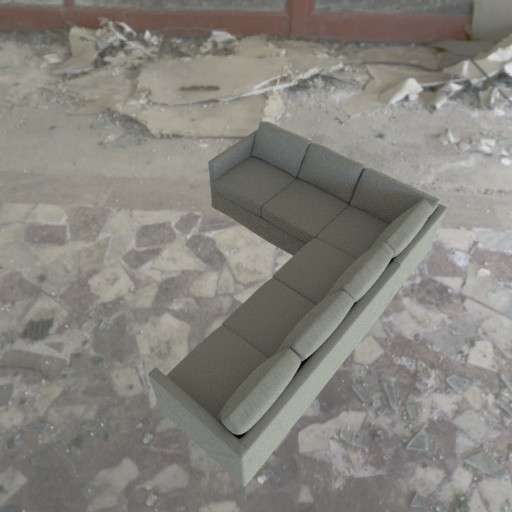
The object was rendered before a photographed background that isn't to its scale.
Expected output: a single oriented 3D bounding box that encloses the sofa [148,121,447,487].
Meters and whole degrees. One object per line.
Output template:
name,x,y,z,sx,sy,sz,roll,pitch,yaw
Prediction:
sofa,0.000,0.000,4.361,2.432,0.871,3.182,32,55,26
